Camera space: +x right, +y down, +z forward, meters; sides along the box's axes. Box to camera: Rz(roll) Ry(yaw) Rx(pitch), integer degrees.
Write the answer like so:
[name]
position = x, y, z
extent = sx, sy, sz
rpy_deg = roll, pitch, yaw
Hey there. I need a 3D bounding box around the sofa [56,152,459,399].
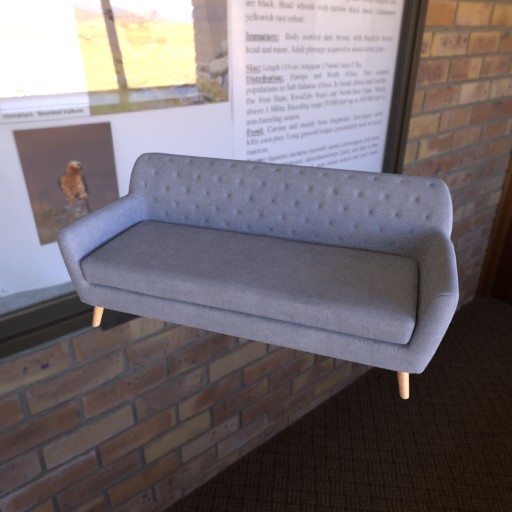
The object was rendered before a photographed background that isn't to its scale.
[sofa]
position = 0.000, 0.000, 2.419
extent = 1.970, 0.830, 0.830
rpy_deg = 9, 28, 17
